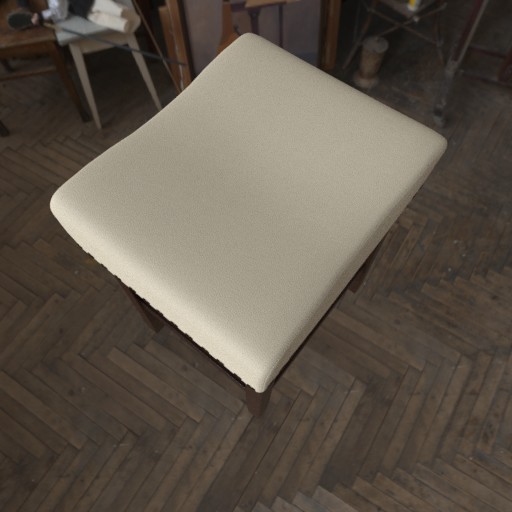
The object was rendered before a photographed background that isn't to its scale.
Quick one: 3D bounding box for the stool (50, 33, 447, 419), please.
[{"bbox_3d":[0.000,0.000,0.913,0.401,0.609,0.471,36,69,16],"label":"stool"}]
